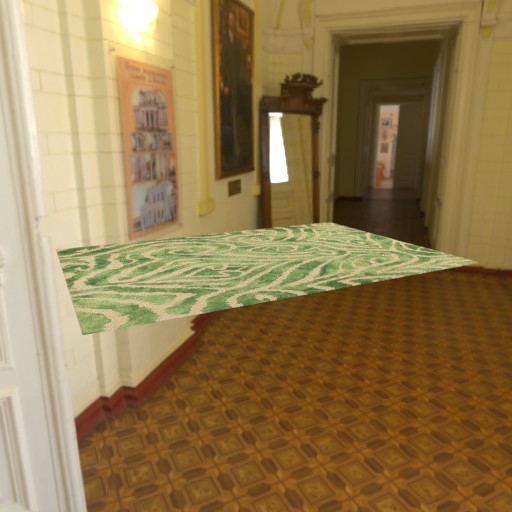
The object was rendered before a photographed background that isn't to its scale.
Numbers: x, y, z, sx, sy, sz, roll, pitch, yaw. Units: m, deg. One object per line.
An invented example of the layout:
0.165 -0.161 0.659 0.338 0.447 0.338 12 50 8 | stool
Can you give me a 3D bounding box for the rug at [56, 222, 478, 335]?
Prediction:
0.000 0.000 2.296 1.826 0.006 1.220 -7 16 -26 | rug
